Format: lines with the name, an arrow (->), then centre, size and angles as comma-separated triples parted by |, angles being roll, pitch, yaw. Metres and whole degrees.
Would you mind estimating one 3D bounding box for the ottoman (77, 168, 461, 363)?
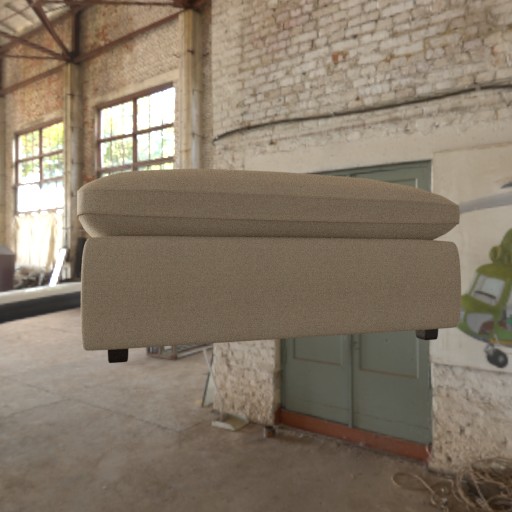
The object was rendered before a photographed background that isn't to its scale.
ottoman -> 0.000, 0.000, 1.347 | 0.984, 0.453, 0.686 | 0, 0, -18
